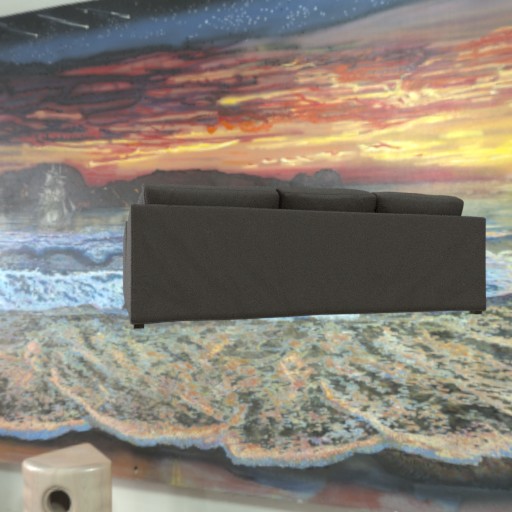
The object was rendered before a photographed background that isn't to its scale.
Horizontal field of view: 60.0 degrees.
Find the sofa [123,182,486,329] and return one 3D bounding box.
[{"bbox_3d":[0.000,0.000,4.266,2.432,0.871,3.182,0,-1,-17],"label":"sofa"}]
